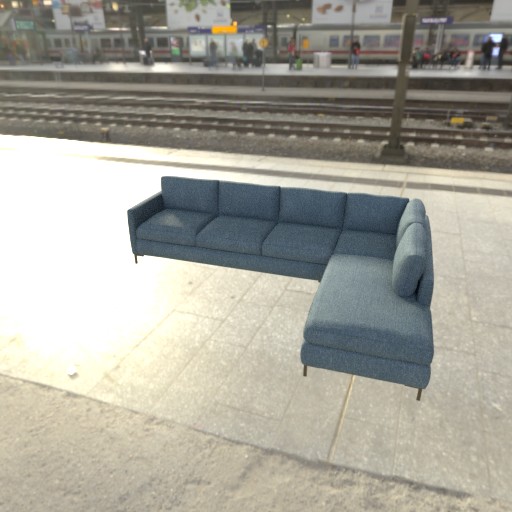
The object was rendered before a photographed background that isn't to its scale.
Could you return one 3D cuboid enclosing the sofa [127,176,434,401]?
[{"bbox_3d":[0.000,0.000,3.948,2.949,0.815,2.007,8,26,16],"label":"sofa"}]
